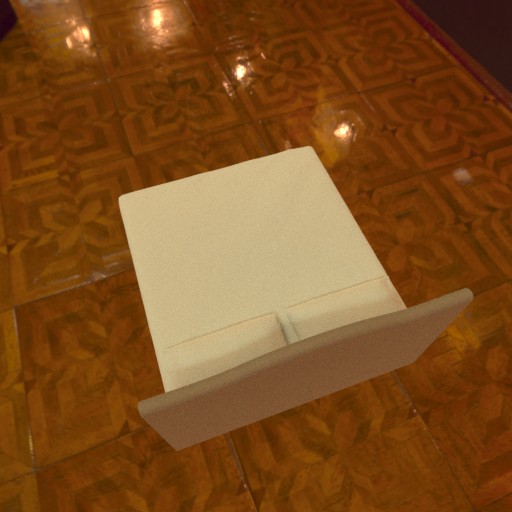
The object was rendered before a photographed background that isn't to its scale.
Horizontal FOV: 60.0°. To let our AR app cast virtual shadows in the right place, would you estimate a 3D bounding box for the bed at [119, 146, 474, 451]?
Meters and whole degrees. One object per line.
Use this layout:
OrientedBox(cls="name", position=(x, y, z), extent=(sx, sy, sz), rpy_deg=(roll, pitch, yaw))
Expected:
OrientedBox(cls="bed", position=(0.000, 0.000, 3.578), extent=(2.083, 1.421, 2.182), rpy_deg=(-17, 60, -10))
